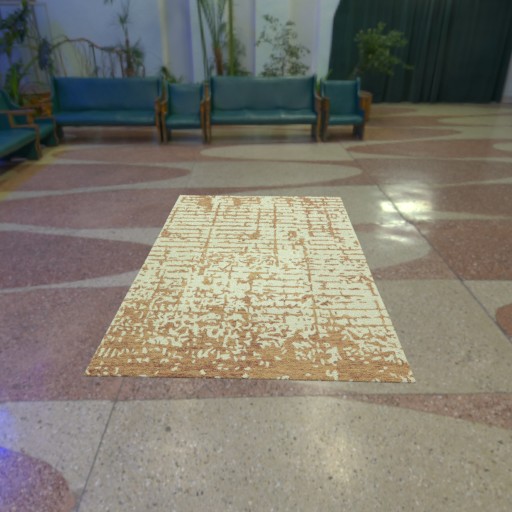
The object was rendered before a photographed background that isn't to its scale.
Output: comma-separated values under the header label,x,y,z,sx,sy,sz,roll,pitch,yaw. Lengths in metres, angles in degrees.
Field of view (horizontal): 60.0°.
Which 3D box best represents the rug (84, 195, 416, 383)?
label,x,y,z,sx,sy,sz,roll,pitch,yaw
rug,0.000,0.000,3.095,1.517,0.011,2.435,1,27,2
